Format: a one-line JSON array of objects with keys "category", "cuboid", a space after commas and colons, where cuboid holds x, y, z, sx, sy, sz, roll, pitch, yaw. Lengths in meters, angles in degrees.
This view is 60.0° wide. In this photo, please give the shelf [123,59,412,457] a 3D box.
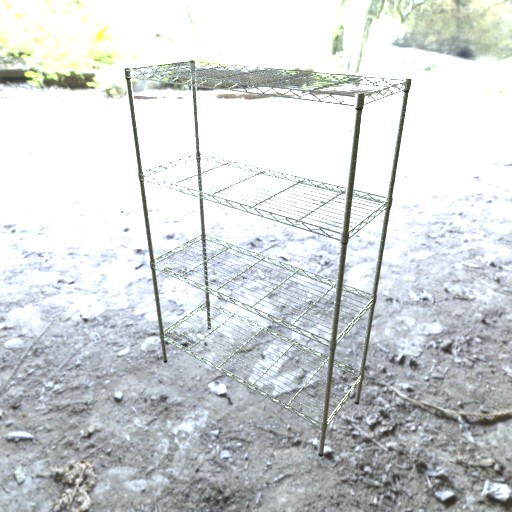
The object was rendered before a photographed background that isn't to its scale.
[{"category": "shelf", "cuboid": [0.000, 0.000, 1.764, 0.907, 1.360, 0.352, 20, 35, 31]}]
